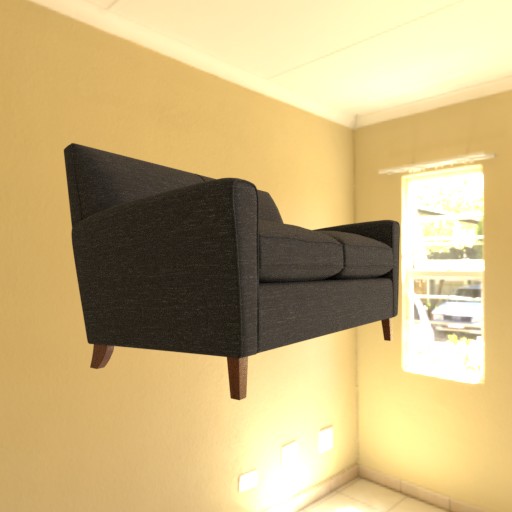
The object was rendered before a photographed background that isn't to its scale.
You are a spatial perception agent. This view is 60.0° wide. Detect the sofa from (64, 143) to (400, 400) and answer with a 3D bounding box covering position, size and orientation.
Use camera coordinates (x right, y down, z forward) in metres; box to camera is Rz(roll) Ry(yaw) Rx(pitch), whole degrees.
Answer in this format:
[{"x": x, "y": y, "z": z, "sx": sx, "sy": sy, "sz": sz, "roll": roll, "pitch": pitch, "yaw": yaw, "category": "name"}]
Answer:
[{"x": 0.000, "y": 0.000, "z": 1.995, "sx": 0.875, "sy": 0.846, "sz": 1.420, "roll": -1, "pitch": -2, "yaw": 35, "category": "sofa"}]
